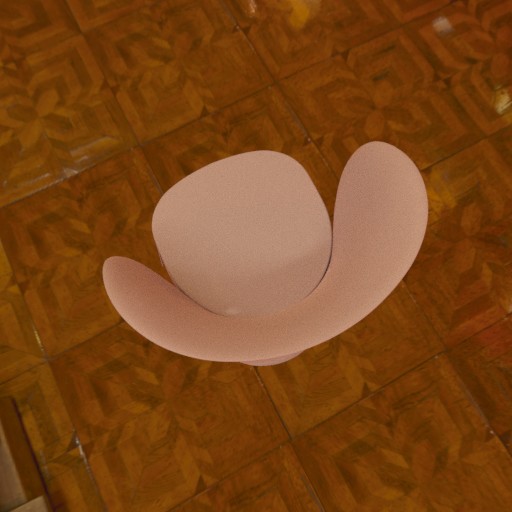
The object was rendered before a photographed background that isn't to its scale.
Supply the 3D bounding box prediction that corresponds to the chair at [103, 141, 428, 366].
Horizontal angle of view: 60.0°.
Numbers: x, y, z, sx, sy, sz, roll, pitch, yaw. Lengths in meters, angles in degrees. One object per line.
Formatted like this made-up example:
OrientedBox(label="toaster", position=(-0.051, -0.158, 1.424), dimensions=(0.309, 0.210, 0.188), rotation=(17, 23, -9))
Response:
OrientedBox(label="chair", position=(0.000, 0.000, 0.836), dimensions=(0.451, 0.554, 0.402), rotation=(-25, 75, -7))
